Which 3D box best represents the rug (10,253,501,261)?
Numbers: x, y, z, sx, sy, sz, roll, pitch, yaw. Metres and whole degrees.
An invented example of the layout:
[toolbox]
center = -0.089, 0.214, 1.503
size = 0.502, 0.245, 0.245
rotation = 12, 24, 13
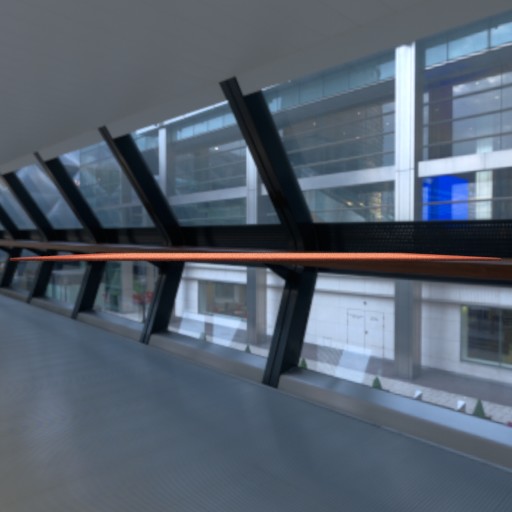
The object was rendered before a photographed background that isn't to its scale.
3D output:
[rug]
center = 0.000, 0.000, 2.954
size = 2.438, 0.014, 1.524
rotation = 0, 1, 0
